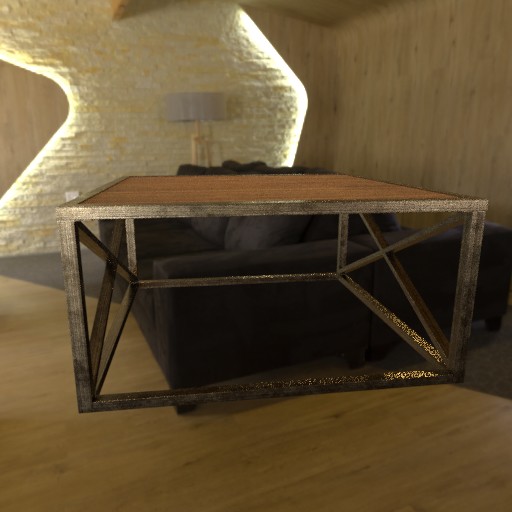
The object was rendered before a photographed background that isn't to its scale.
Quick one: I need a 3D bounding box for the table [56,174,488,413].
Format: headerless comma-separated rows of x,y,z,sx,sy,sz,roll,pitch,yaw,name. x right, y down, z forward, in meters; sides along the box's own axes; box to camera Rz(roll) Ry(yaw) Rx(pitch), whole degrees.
0.000,0.000,1.402,0.909,0.451,0.899,-2,14,-8,table
